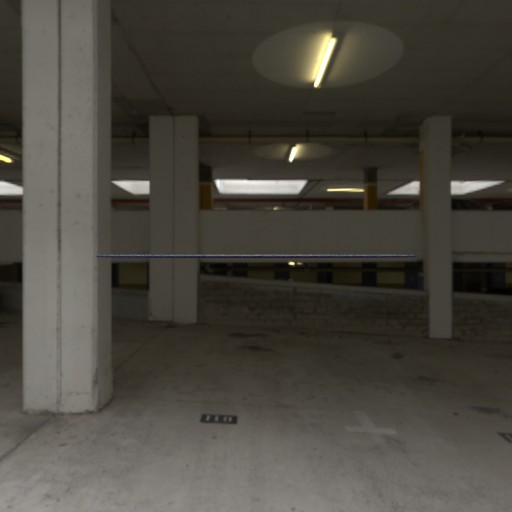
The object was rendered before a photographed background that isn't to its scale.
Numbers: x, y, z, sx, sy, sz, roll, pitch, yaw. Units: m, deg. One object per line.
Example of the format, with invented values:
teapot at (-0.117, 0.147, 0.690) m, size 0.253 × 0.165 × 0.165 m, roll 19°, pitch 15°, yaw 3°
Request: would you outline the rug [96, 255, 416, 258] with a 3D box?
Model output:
rug at (0.000, 0.000, 2.349) m, size 1.591 × 0.010 × 1.591 m, roll 0°, pitch 0°, yaw 0°
